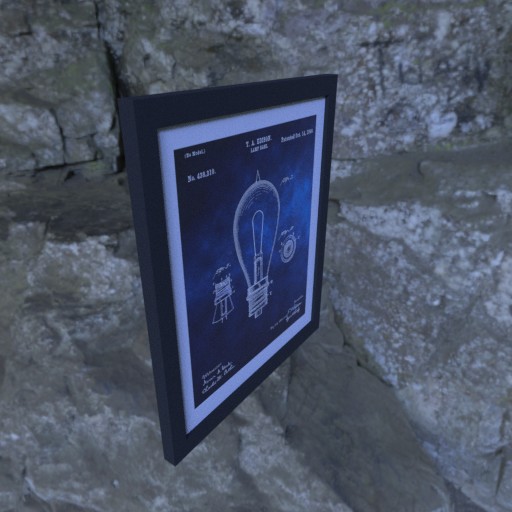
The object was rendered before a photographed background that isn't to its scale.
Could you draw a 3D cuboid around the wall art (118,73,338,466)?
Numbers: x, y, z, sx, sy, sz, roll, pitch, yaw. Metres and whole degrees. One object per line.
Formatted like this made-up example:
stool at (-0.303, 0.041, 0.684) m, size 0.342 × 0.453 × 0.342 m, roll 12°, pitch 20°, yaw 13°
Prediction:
wall art at (0.000, 0.000, 0.692) m, size 0.023 × 0.505 × 0.428 m, roll 18°, pitch 31°, yaw 32°
